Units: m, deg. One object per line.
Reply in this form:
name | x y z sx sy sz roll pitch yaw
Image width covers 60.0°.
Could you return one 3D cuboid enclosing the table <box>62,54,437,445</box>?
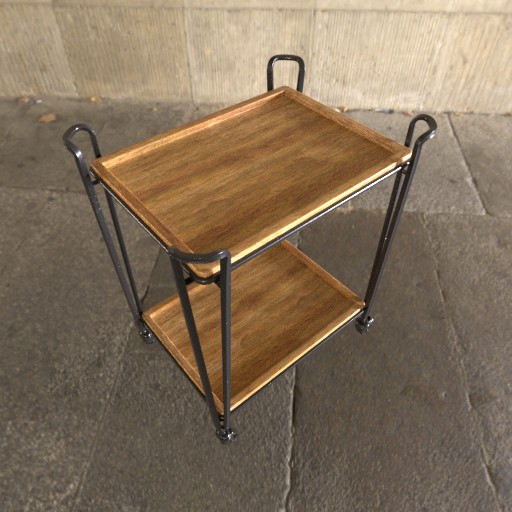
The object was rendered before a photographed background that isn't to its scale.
table | 0.000 0.000 1.214 0.672 0.785 0.505 -31 53 -26
